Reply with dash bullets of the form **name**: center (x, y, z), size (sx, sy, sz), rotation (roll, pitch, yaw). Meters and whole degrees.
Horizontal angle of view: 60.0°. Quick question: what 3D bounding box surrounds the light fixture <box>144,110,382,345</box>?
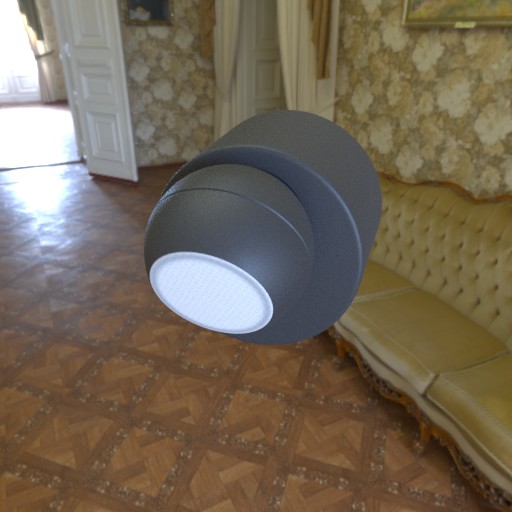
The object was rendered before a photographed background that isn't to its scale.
- **light fixture**: center (0.000, 0.000, 0.260), size (0.134, 0.143, 0.160), rotation (8, 27, 15)
